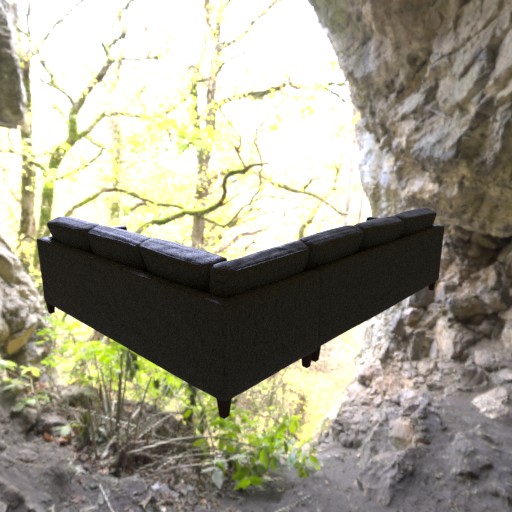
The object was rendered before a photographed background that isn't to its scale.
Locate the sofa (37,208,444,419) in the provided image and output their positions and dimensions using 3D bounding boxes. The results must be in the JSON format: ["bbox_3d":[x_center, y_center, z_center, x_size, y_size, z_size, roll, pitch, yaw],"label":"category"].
[{"bbox_3d":[0.000,0.000,4.489,2.593,0.947,3.302,13,20,41],"label":"sofa"}]
